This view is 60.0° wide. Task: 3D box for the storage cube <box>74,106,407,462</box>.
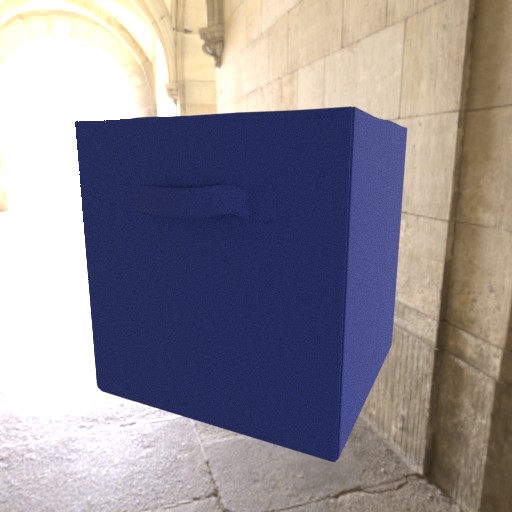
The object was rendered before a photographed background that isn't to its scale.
[{"bbox_3d":[0.000,0.000,0.489,0.270,0.280,0.270,6,14,26],"label":"storage cube"}]
